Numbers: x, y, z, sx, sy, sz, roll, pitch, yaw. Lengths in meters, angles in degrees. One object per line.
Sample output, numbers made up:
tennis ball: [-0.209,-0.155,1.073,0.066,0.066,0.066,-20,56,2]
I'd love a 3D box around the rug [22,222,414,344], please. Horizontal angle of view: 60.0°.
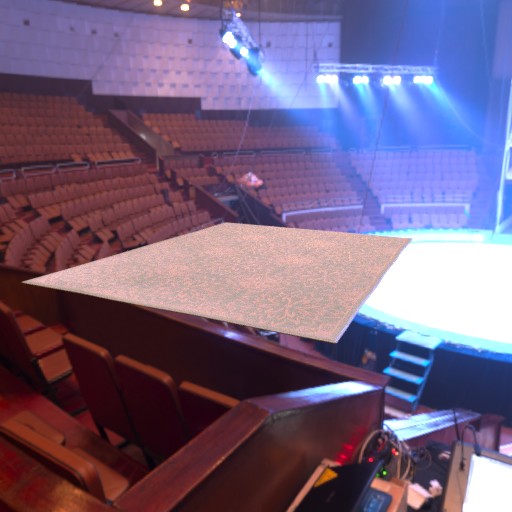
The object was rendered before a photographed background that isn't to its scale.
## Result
rug: [0.000,0.000,4.035,2.363,0.012,2.980,7,15,25]
